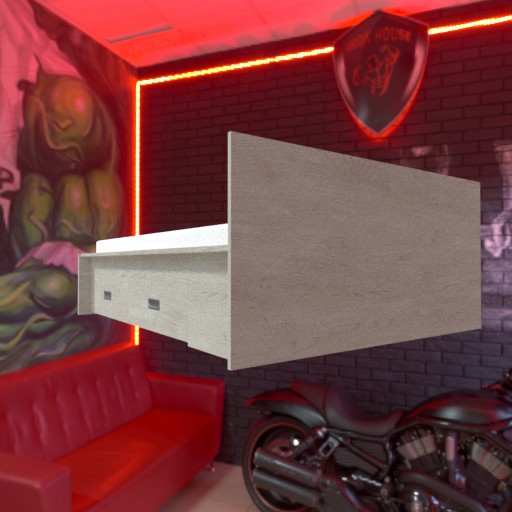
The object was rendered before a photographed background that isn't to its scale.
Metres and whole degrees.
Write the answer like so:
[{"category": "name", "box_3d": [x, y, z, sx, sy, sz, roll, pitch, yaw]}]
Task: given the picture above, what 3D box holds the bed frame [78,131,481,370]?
[{"category": "bed frame", "box_3d": [0.000, 0.000, 2.748, 1.622, 0.800, 1.960, 1, -1, -36]}]
